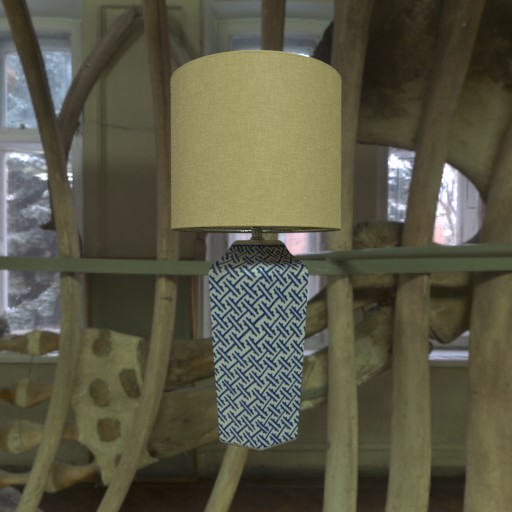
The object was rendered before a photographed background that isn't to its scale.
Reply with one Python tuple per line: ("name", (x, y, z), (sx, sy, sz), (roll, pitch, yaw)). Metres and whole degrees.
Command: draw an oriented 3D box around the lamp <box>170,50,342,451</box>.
("lamp", (0.000, 0.000, 0.849), (0.320, 0.682, 0.320), (0, 1, 0))
